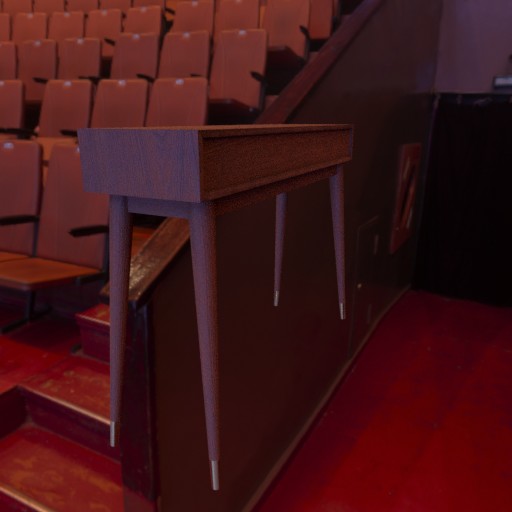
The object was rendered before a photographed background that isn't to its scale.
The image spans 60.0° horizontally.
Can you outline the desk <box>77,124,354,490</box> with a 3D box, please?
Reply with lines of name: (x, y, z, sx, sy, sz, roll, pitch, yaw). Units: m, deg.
desk: (0.000, 0.000, 1.627, 0.384, 0.917, 1.204, 9, 19, 26)
